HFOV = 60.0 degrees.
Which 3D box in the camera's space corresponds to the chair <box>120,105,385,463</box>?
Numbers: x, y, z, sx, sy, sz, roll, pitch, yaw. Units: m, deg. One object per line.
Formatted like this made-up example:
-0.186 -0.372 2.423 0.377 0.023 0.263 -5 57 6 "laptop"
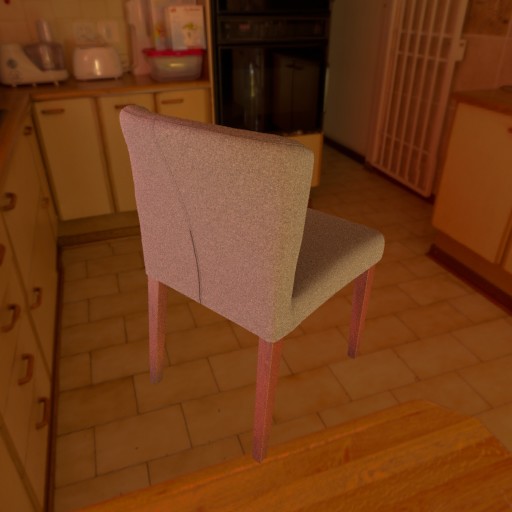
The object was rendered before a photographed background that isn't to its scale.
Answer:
0.000 0.000 1.201 0.491 0.839 0.592 23 37 34 "chair"
